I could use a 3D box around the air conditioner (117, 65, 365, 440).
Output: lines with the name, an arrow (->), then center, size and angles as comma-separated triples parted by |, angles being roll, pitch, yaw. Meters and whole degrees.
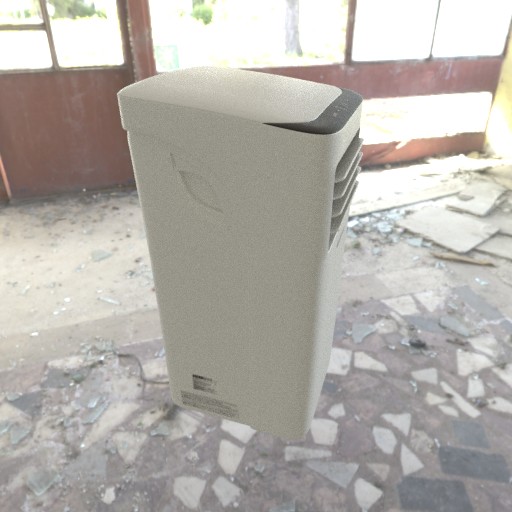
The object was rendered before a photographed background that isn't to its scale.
air conditioner -> 0.000, 0.000, 0.941 | 0.369, 0.716, 0.352 | 10, 32, 17
